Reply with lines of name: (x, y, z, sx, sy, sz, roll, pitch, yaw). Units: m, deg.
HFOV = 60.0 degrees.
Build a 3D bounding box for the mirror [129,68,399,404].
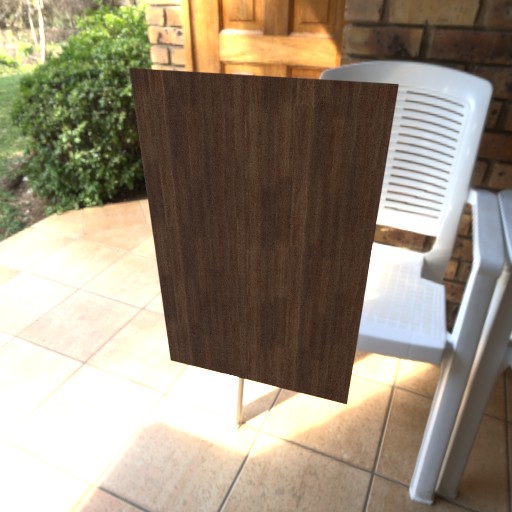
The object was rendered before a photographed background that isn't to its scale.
mirror: (0.000, 0.000, 1.308, 0.651, 1.010, 0.047, 10, 33, 15)
